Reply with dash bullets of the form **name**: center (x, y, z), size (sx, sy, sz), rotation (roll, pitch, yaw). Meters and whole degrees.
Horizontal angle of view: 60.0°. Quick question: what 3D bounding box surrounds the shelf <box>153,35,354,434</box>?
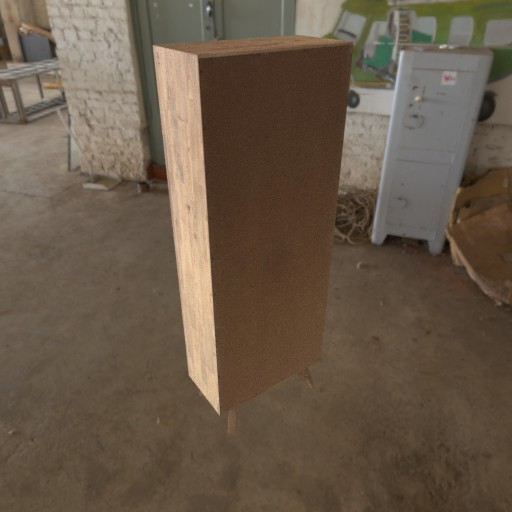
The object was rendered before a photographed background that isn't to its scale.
- **shelf**: center (0.000, 0.000, 1.543), size (0.491, 1.342, 0.267), rotation (-20, 37, -29)
